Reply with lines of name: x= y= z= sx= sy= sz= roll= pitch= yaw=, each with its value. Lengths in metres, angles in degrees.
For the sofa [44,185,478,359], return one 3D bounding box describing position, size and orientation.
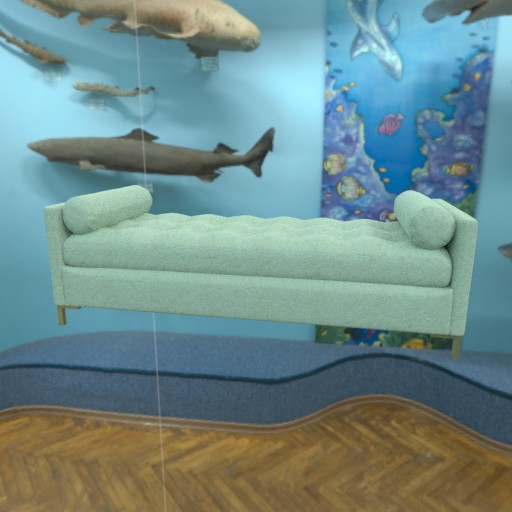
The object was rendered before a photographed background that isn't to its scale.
sofa: x=0.000 y=0.000 z=2.503 sx=2.102 sy=0.705 sz=0.796 roll=3 pitch=15 yaw=11
